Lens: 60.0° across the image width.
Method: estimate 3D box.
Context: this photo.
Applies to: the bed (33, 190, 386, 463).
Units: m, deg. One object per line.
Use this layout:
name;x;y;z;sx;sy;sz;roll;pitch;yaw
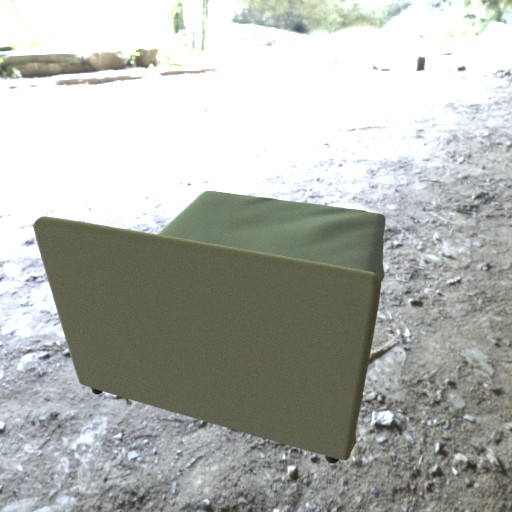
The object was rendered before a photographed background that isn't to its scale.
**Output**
bed;0.000;0.000;3.287;1.884;1.330;2.142;10;33;16
